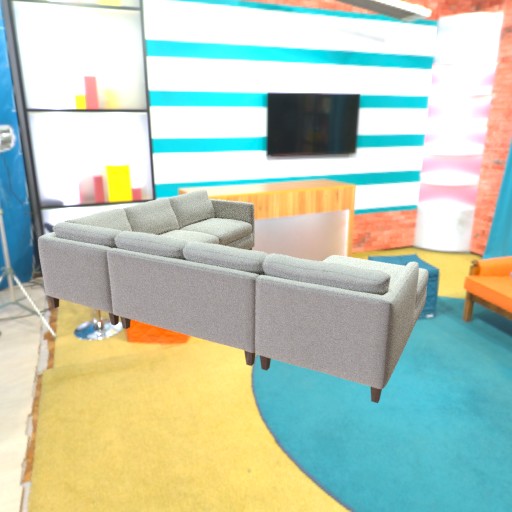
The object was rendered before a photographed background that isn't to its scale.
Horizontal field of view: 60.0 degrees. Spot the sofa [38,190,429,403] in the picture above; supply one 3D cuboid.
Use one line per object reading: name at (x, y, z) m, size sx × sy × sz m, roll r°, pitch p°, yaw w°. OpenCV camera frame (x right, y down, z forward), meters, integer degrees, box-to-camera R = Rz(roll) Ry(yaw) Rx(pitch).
sofa at (0.000, 0.000, 4.437) m, size 3.238 × 0.853 × 2.551 m, roll 9°, pitch 19°, yaw 28°
